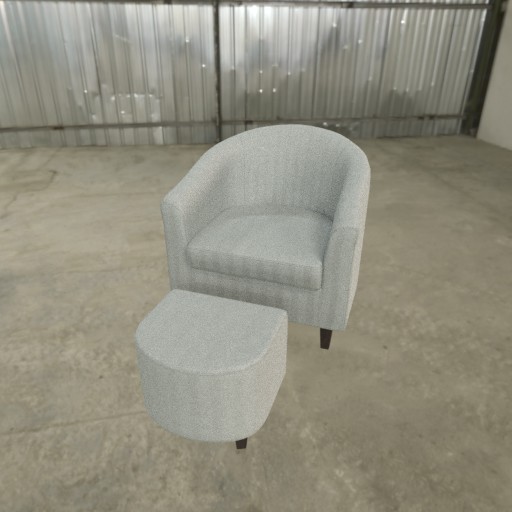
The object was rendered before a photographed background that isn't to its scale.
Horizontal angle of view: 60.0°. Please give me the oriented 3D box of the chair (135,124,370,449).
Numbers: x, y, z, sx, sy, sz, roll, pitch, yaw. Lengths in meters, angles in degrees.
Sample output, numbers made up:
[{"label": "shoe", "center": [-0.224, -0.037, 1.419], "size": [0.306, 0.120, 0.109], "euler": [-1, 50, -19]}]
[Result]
[{"label": "chair", "center": [0.000, 0.000, 1.703], "size": [0.756, 0.757, 1.288], "euler": [9, 29, 17]}]
